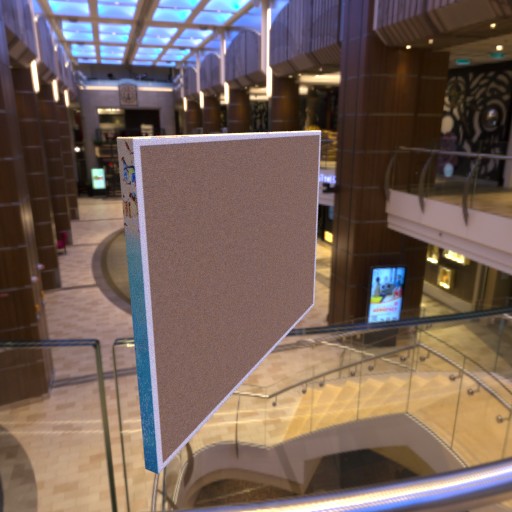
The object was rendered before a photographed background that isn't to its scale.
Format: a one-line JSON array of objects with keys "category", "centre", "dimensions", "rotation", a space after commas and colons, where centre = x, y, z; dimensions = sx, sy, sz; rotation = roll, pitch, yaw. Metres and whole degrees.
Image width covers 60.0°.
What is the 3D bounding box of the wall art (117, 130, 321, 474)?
[{"category": "wall art", "centre": [0.000, 0.000, 1.434], "dimensions": [0.040, 0.769, 1.136], "rotation": [8, 18, 25]}]
